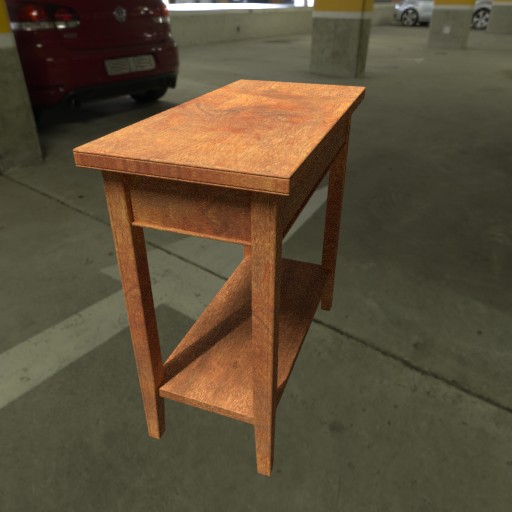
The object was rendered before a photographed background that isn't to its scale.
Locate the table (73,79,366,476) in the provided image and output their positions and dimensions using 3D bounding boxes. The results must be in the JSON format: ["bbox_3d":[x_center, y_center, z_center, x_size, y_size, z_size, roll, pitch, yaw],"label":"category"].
[{"bbox_3d":[0.000,0.000,0.952,0.305,0.610,0.610,11,32,17],"label":"table"}]
